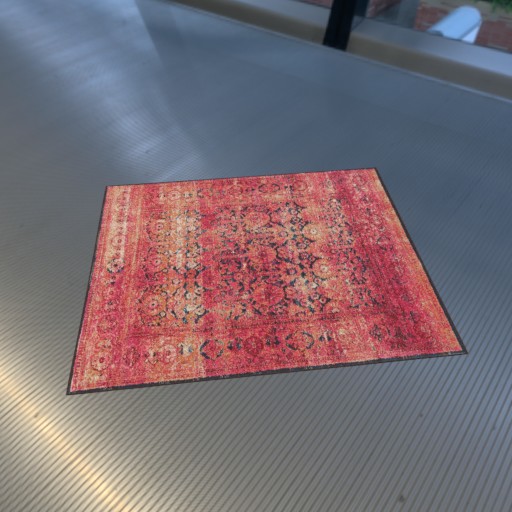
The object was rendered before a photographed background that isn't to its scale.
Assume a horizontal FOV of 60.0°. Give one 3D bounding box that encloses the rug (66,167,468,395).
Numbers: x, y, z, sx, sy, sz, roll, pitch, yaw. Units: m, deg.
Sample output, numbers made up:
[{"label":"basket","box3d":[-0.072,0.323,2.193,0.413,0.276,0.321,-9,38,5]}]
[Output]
[{"label":"rug","box3d":[0.000,0.000,4.119,3.032,0.020,2.411,-5,48,-4]}]
